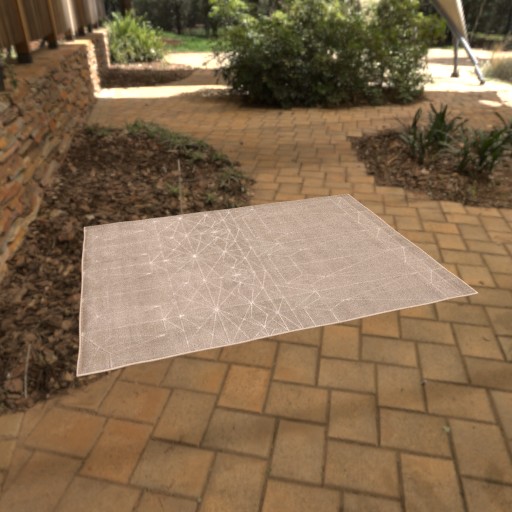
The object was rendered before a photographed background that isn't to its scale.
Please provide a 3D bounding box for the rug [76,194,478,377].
[{"bbox_3d":[0.000,0.000,4.482,3.357,0.019,2.449,-9,31,-15],"label":"rug"}]
